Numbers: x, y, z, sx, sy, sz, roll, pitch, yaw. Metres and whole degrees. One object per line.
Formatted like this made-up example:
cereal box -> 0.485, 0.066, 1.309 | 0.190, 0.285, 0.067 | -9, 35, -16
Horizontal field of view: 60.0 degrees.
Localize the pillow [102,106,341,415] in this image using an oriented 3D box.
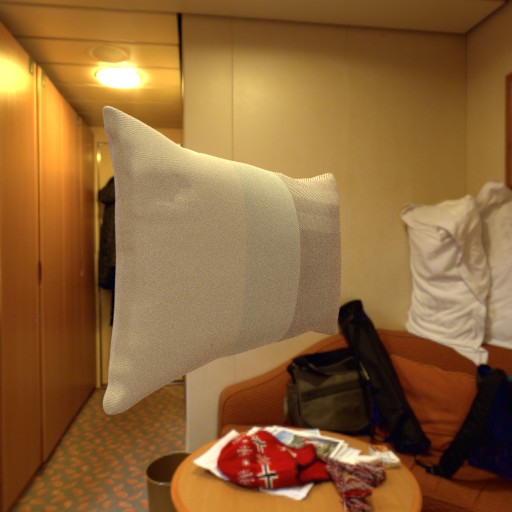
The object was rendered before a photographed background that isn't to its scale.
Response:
pillow -> 0.000, 0.000, 0.633 | 0.139, 0.305, 0.506 | 0, 1, 35
